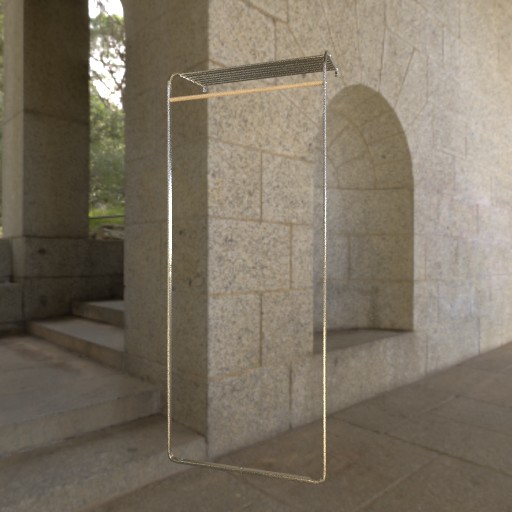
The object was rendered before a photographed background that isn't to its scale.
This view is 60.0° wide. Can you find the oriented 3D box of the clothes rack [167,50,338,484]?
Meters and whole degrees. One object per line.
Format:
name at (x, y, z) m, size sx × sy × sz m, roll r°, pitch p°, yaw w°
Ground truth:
clothes rack at (0.000, 0.000, 1.770) m, size 0.609 × 1.574 × 0.349 m, roll 0°, pitch 0°, yaw 17°
